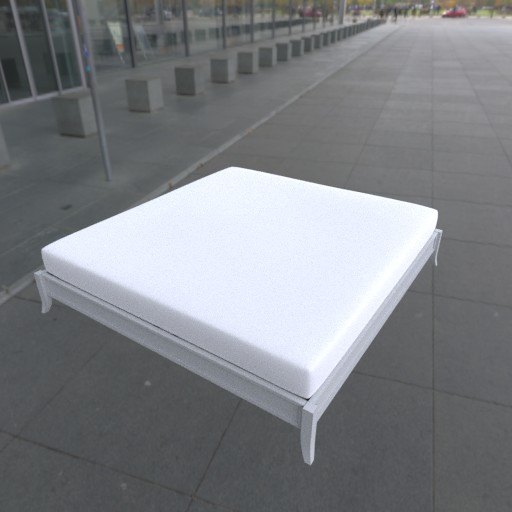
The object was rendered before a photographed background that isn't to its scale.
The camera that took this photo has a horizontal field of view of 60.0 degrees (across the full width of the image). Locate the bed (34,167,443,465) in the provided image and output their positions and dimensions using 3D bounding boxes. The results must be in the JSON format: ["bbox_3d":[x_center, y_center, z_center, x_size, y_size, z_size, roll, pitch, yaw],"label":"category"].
[{"bbox_3d":[0.000,0.000,3.082,2.007,0.510,2.108,18,34,29],"label":"bed"}]
